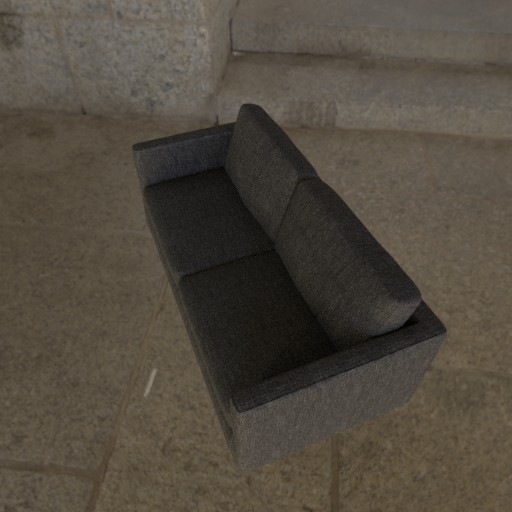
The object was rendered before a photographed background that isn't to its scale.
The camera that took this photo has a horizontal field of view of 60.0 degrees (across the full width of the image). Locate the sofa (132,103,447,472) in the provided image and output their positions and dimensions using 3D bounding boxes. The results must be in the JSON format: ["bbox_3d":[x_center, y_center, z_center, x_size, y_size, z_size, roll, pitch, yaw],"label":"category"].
[{"bbox_3d":[0.000,0.000,2.452,0.950,0.963,1.884,-17,49,-15],"label":"sofa"}]
